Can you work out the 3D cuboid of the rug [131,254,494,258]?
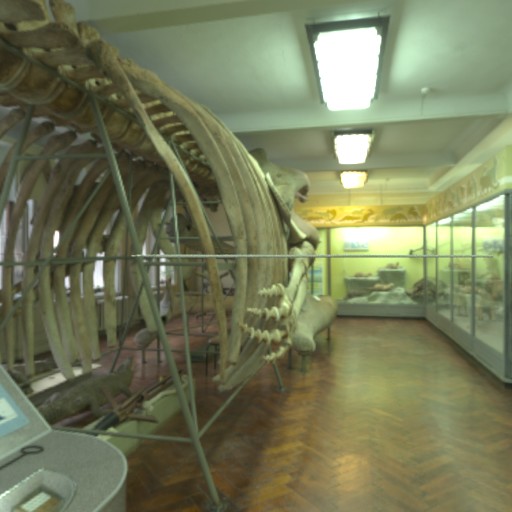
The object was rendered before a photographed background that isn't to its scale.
[{"bbox_3d":[0.000,0.000,2.993,1.545,0.016,2.460,0,0,-18],"label":"rug"}]
